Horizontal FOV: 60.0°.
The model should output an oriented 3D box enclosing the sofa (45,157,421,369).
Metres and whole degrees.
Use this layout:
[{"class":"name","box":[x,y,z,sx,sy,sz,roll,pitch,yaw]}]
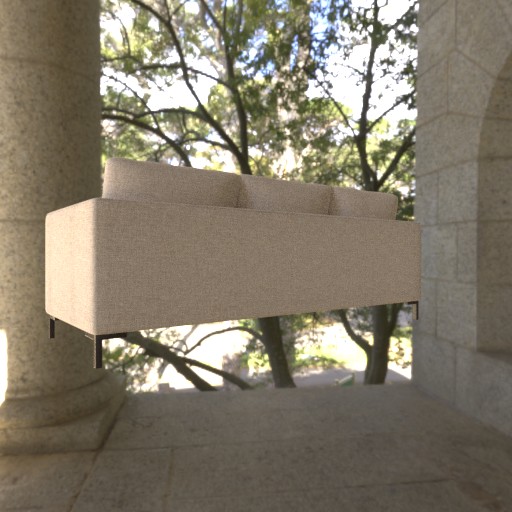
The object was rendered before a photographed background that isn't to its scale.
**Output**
[{"class":"sofa","box":[0.000,0.000,2.709,2.218,0.874,0.859,0,0,-37]}]
